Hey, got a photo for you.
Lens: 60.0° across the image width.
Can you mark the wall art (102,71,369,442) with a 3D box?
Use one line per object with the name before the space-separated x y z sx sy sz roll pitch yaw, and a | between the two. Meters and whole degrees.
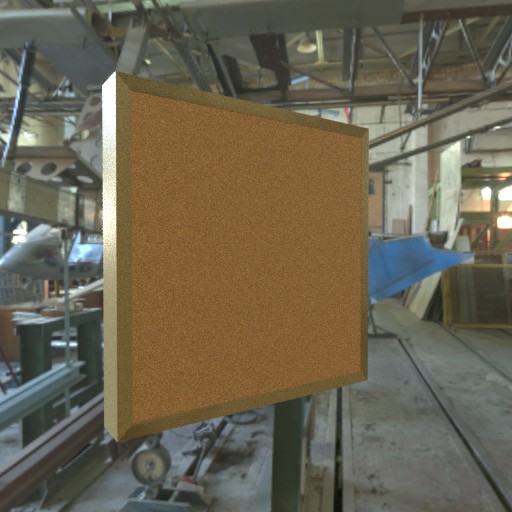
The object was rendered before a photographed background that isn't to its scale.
wall art | 0.000 0.000 0.466 0.304 0.305 0.038 -1 1 -35
